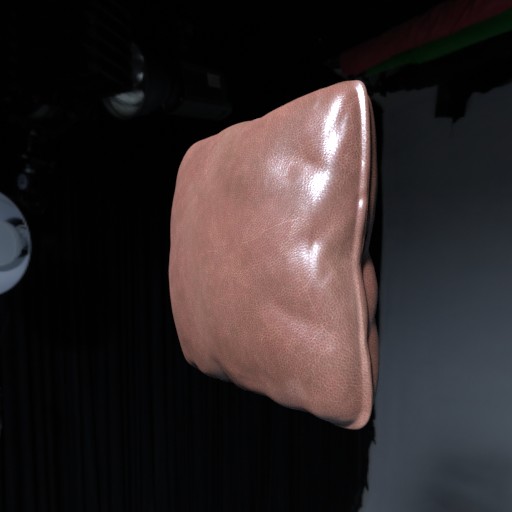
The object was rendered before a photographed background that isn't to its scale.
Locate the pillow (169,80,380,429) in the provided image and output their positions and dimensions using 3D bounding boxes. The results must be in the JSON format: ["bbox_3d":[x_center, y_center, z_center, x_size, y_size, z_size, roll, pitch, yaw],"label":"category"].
[{"bbox_3d":[0.000,0.000,0.832,0.236,0.523,0.532,0,0,-36],"label":"pillow"}]
